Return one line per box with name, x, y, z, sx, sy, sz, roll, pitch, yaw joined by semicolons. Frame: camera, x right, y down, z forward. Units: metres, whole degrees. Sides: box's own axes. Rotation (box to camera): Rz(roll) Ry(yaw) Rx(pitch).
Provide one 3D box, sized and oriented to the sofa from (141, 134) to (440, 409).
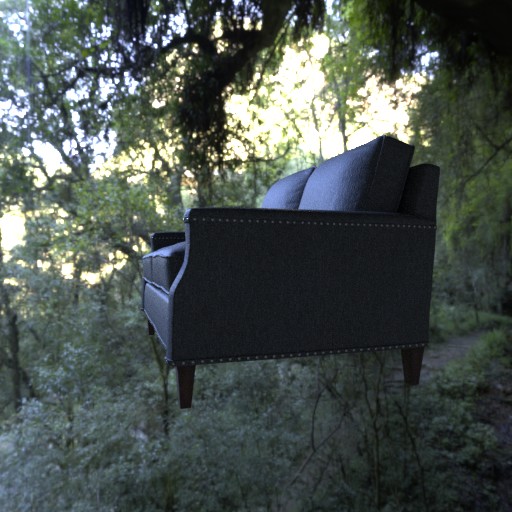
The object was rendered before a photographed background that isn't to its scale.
sofa;0.000;0.000;2.301;1.084;1.003;1.597;0;0;-18
